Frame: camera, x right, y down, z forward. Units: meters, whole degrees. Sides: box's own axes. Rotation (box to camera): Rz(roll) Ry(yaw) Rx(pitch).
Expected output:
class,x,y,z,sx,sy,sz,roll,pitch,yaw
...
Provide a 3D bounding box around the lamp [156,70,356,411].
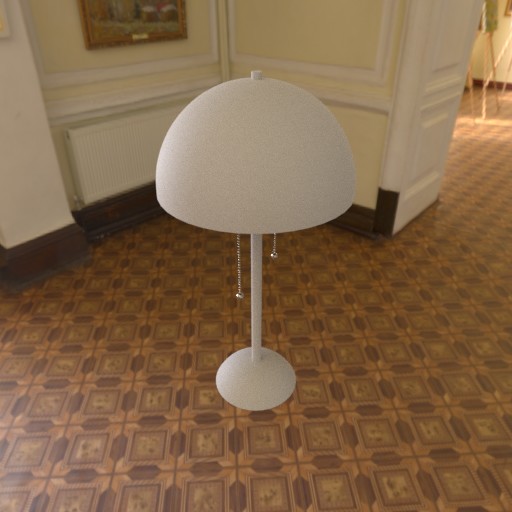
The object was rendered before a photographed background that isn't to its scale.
class,x,y,z,sx,sy,sz,roll,pitch,yaw
lamp,0.000,0.000,0.425,0.171,0.330,0.171,0,32,0
